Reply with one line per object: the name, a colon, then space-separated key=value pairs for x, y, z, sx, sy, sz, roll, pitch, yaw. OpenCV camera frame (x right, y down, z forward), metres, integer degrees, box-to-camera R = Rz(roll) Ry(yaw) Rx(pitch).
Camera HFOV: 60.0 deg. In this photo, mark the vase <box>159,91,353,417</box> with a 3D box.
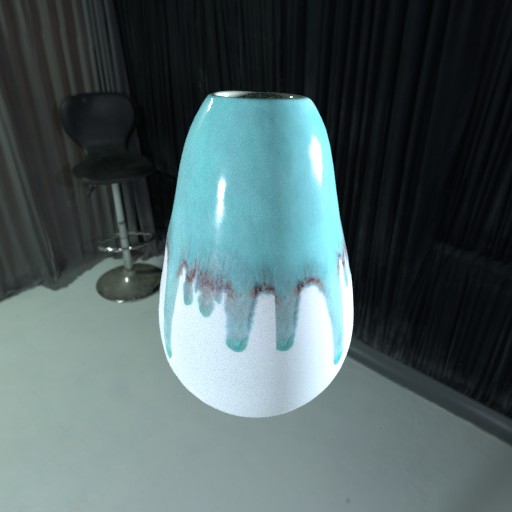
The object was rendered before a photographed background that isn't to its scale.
vase: x=0.000 y=0.000 z=0.249 sx=0.116 sy=0.179 sz=0.116 roll=0 pitch=31 yaw=0
